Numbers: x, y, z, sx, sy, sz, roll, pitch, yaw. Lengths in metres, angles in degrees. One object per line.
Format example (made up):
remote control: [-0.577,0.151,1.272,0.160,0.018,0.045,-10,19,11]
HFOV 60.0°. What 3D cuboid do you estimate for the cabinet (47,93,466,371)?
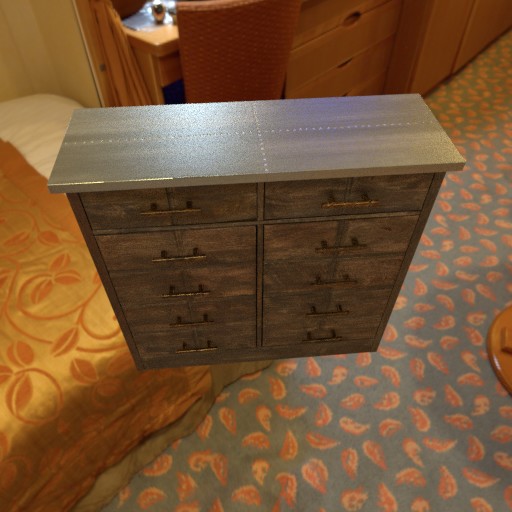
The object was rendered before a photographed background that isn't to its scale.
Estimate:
cabinet: [0.000,0.000,1.467,0.968,0.919,0.338,-4,48,-3]
